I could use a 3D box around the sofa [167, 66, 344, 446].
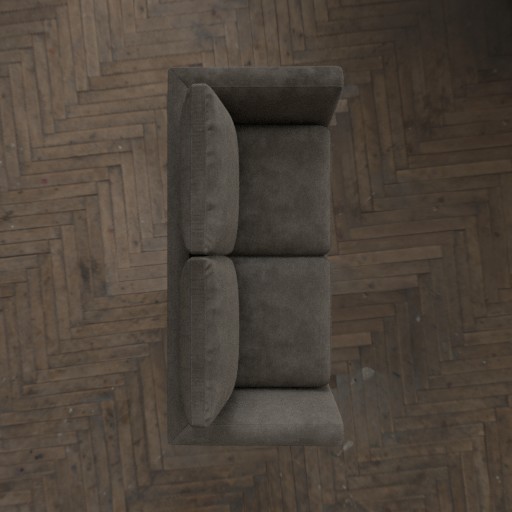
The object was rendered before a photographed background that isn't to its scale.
[{"bbox_3d":[0.000,0.000,2.361,0.855,1.013,1.832,0,90,0],"label":"sofa"}]
